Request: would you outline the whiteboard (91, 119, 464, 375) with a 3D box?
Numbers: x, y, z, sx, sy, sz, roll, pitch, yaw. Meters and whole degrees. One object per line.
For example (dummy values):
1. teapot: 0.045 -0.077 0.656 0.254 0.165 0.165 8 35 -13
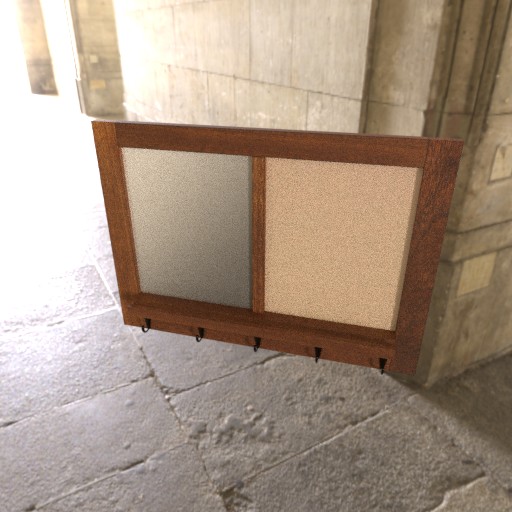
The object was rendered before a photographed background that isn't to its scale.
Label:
1. whiteboard: 0.000 0.000 1.016 0.783 0.559 0.083 7 28 14
